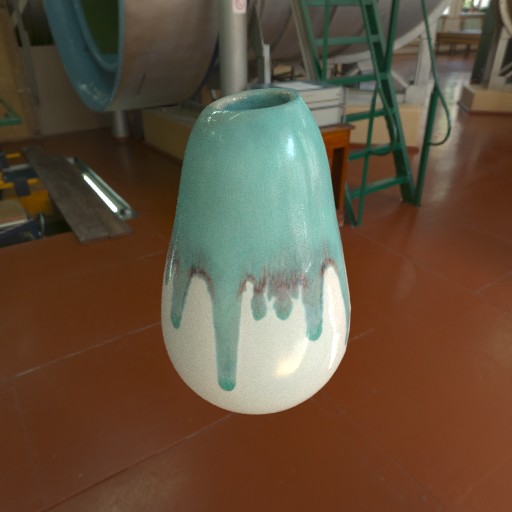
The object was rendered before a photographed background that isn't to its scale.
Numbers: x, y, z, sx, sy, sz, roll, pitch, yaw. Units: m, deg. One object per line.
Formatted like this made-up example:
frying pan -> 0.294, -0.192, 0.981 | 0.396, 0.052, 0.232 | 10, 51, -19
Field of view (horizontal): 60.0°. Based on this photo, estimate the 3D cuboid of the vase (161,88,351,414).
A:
vase -> 0.000, 0.000, 0.257 | 0.116, 0.179, 0.116 | 0, 30, 0
